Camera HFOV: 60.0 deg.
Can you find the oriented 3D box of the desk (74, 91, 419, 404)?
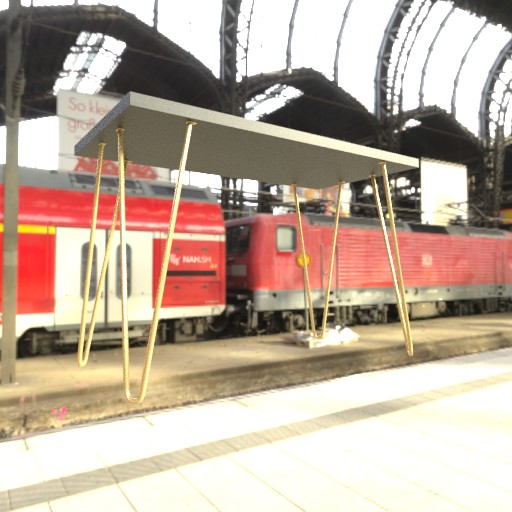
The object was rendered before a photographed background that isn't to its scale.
[{"bbox_3d":[0.000,0.000,1.407,0.991,0.660,0.499,1,-2,-35],"label":"desk"}]
